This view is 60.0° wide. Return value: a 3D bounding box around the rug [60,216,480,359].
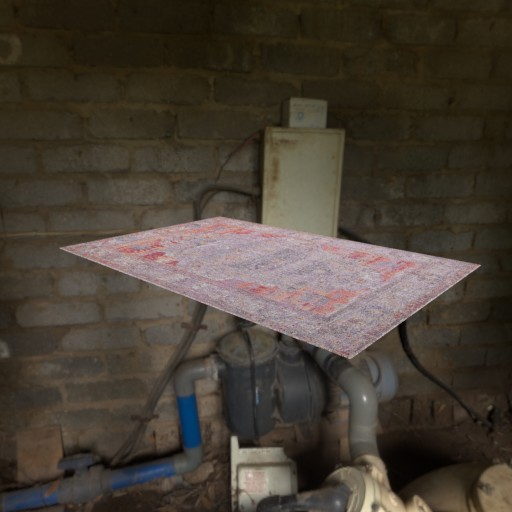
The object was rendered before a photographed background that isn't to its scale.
[{"bbox_3d":[0.000,0.000,2.297,1.829,0.005,1.219,14,21,40],"label":"rug"}]
